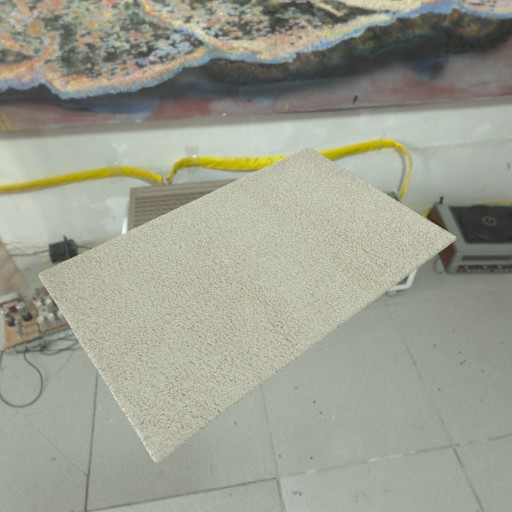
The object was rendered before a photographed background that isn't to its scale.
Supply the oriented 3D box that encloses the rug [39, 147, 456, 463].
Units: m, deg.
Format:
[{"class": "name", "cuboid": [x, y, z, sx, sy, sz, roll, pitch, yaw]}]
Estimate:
[{"class": "rug", "cuboid": [0.000, 0.000, 3.018, 2.438, 0.030, 1.524, -30, 53, -26]}]
